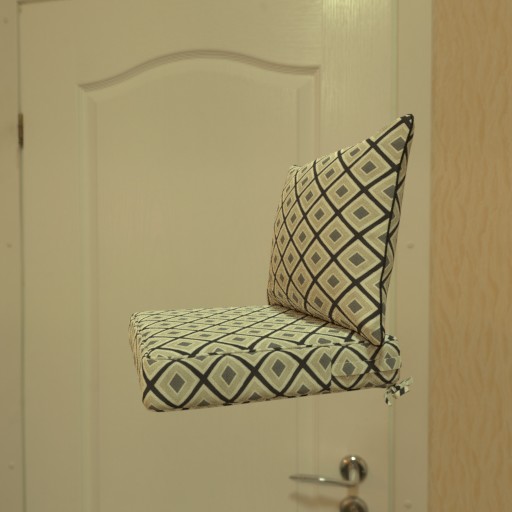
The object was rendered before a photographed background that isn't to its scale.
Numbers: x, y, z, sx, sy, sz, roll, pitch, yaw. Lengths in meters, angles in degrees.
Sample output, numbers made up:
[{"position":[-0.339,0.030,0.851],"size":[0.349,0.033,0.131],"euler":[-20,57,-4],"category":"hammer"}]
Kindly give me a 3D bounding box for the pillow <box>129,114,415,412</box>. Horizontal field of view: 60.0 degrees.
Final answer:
[{"position":[0.000,0.000,1.366],"size":[0.733,0.722,0.798],"euler":[0,1,-19],"category":"pillow"}]
